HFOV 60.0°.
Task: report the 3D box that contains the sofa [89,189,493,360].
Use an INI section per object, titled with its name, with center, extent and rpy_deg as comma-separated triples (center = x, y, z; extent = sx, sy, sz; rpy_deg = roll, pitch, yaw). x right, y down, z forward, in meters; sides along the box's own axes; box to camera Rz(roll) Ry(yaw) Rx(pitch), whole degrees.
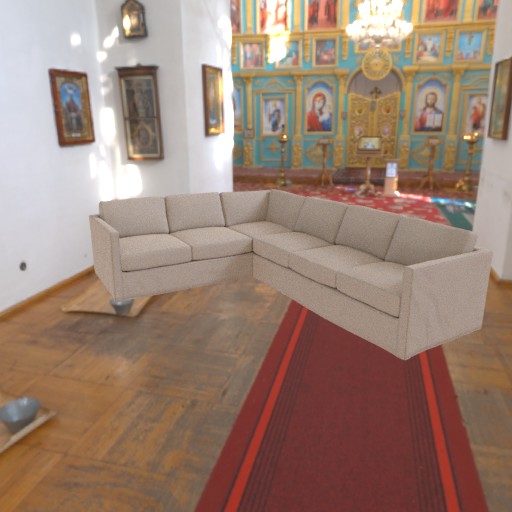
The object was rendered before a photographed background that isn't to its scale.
[sofa]
center = 0.000, 0.000, 4.221
extent = 2.432, 0.871, 3.182
rpy_deg = -9, 18, -29
